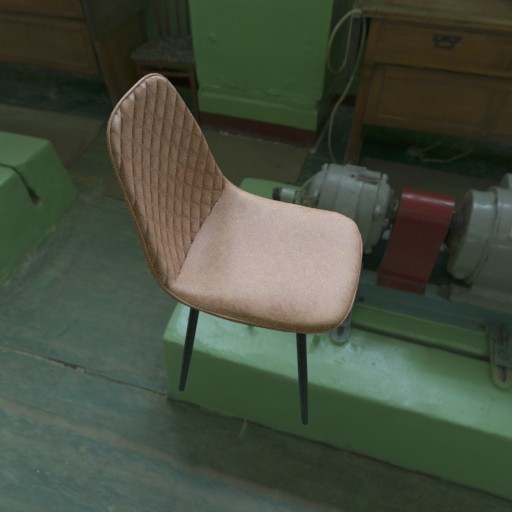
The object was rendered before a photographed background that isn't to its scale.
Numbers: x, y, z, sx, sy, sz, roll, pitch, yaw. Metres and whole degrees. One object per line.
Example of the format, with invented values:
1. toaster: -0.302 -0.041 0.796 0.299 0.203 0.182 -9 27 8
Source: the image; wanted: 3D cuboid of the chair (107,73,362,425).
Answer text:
1. chair: 0.000 0.000 1.212 0.561 0.889 0.472 12 48 11
